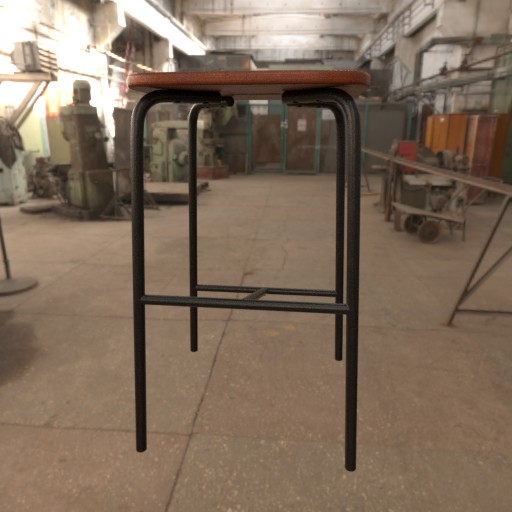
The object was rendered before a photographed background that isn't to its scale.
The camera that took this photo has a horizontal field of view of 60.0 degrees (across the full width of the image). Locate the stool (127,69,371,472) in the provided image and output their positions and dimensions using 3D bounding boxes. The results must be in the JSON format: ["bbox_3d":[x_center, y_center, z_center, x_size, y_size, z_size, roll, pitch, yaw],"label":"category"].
[{"bbox_3d":[0.000,0.000,0.836,0.376,0.610,0.376,2,16,7],"label":"stool"}]
